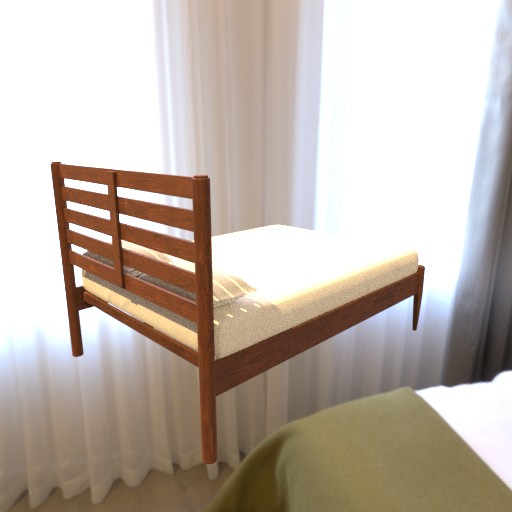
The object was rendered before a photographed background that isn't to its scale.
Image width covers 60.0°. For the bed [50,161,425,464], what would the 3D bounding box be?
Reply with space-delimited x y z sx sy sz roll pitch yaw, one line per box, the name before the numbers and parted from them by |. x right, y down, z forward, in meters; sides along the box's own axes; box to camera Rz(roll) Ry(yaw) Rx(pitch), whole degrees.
bed | 0.000 0.000 3.075 2.093 1.304 1.509 -14 21 -43
